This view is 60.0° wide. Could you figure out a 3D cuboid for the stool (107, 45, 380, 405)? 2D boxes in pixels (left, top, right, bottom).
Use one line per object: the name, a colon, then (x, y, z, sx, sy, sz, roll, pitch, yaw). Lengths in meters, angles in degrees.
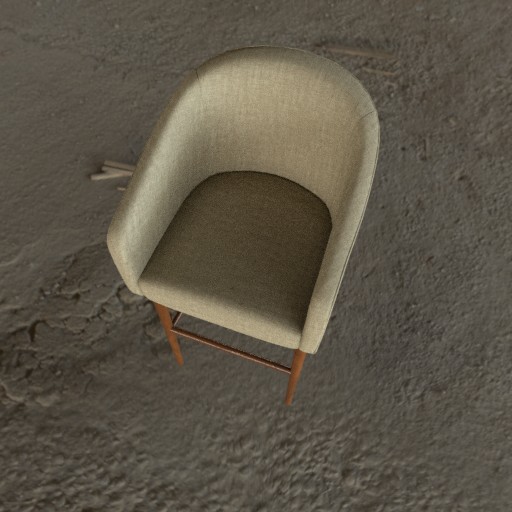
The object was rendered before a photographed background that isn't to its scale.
stool: (0.000, 0.000, 1.425, 0.559, 1.078, 0.607, 17, 59, 11)
